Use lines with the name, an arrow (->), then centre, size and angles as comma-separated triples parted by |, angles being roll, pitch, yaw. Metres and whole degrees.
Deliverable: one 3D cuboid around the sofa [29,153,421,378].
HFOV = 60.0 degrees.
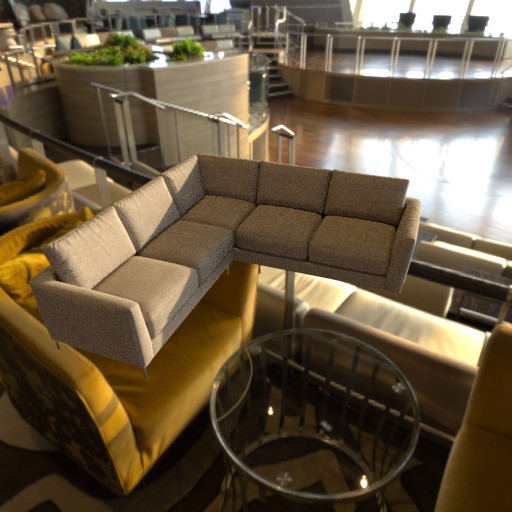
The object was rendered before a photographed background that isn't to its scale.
sofa -> 0.000, 0.000, 3.675 | 2.438, 0.864, 2.438 | 11, 33, 18
